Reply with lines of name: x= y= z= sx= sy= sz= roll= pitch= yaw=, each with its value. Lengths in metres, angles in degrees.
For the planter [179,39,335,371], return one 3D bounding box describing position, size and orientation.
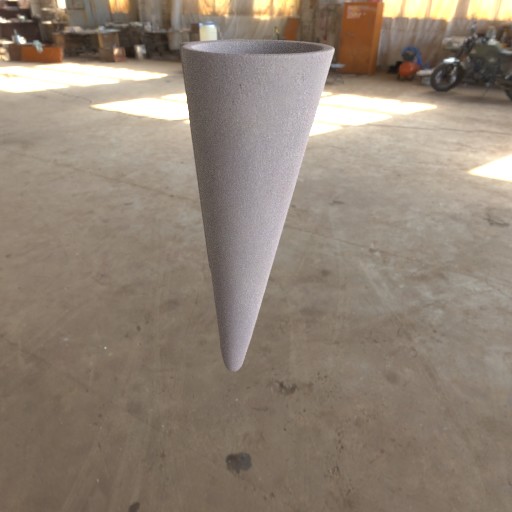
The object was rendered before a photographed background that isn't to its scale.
planter: x=0.000 y=0.000 z=0.301 sx=0.078 sy=0.259 sz=0.087 roll=-22 pitch=37 yaw=-32
